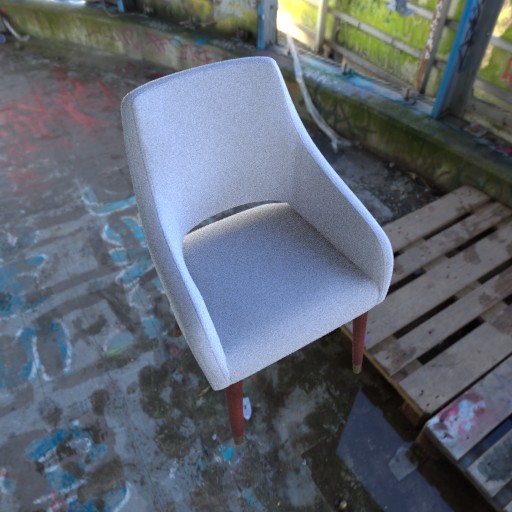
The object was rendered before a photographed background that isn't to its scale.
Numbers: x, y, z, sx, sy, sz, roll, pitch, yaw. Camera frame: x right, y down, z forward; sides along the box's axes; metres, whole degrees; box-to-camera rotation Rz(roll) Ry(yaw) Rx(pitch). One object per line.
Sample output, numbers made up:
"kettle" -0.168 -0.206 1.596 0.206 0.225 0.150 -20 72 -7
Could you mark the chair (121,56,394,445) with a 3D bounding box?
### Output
"chair" 0.000 0.000 1.292 0.609 0.889 0.600 -24 52 -20
